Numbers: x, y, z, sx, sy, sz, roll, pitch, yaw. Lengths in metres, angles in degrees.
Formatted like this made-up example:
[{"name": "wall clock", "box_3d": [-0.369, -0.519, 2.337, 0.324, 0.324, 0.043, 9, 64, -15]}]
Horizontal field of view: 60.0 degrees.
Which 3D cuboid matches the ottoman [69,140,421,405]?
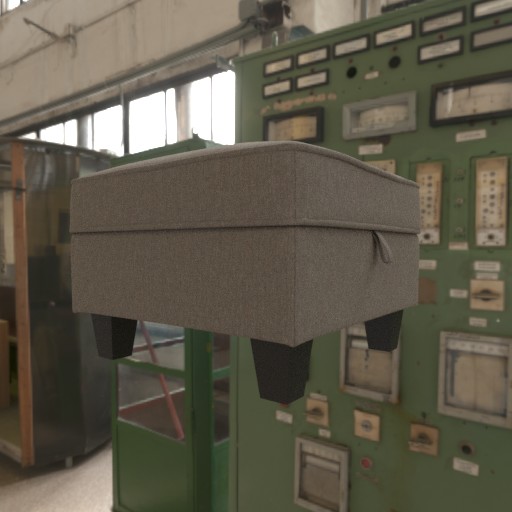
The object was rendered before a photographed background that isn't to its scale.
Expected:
[{"name": "ottoman", "box_3d": [0.000, 0.000, 1.397, 0.871, 0.612, 0.808, 1, 1, 37]}]
